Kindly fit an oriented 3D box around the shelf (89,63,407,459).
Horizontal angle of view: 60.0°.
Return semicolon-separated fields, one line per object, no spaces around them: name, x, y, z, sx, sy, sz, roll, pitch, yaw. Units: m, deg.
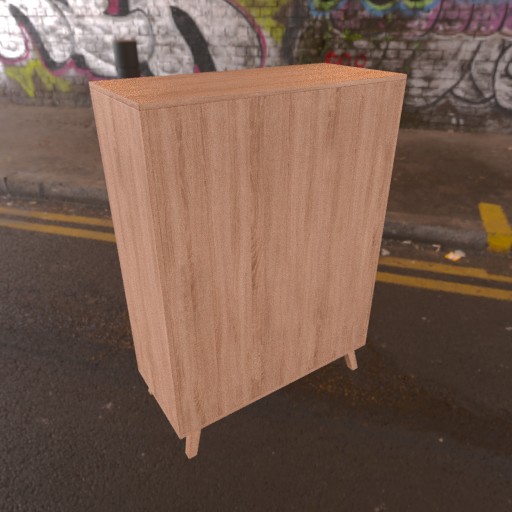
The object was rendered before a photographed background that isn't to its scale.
shelf;0.000;0.000;1.847;1.000;1.390;0.450;-18;34;-29
